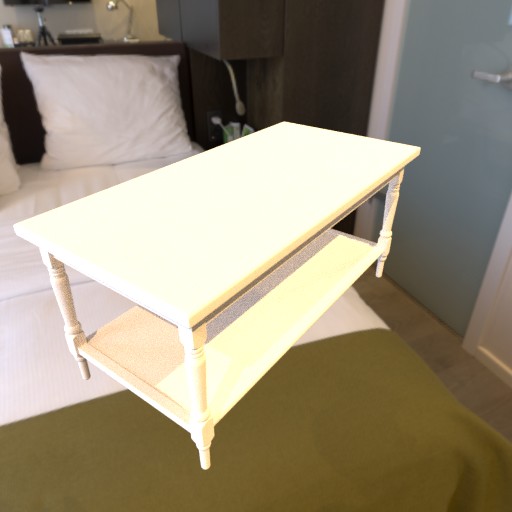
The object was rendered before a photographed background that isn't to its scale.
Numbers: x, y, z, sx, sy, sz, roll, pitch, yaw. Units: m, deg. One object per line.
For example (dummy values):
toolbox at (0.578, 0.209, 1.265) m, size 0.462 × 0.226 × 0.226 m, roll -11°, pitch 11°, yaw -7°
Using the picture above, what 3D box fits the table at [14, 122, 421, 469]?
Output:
table at (0.000, 0.000, 1.374) m, size 0.550 × 0.510 × 1.107 m, roll 21°, pitch 37°, yaw 31°
